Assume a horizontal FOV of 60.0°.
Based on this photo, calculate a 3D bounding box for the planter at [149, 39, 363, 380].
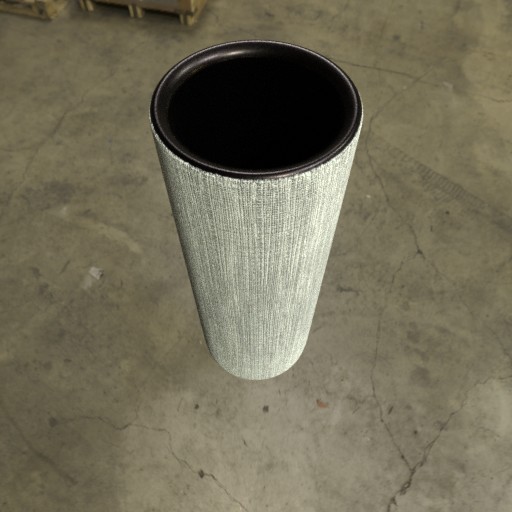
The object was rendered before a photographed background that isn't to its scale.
[{"bbox_3d":[0.000,0.000,0.319,0.100,0.270,0.100,16,59,10],"label":"planter"}]
